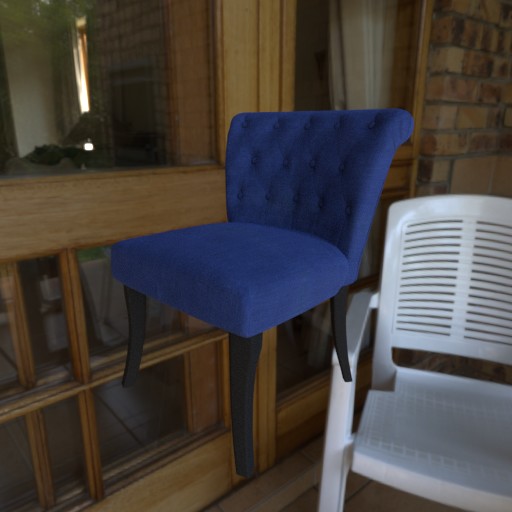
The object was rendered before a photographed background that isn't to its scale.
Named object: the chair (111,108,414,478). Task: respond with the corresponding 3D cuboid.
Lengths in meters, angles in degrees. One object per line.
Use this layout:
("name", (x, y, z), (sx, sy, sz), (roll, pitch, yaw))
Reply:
("chair", (0.000, 0.000, 1.193), (0.585, 0.753, 0.606), (15, 22, 42))
